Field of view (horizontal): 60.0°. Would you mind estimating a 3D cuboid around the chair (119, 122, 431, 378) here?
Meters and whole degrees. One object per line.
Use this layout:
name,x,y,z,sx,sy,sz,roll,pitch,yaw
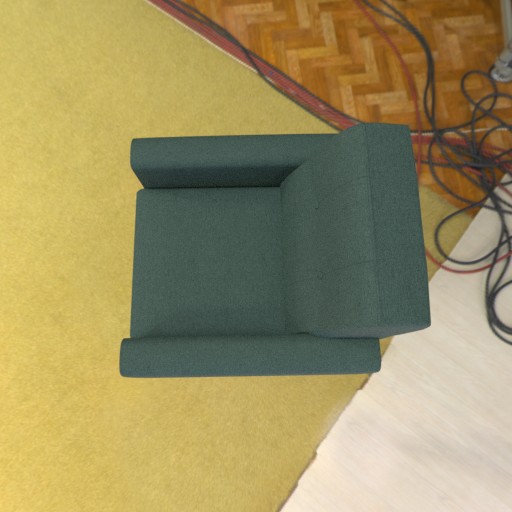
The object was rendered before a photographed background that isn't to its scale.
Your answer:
chair,0.000,0.000,1.587,0.909,0.841,0.831,-1,77,0
